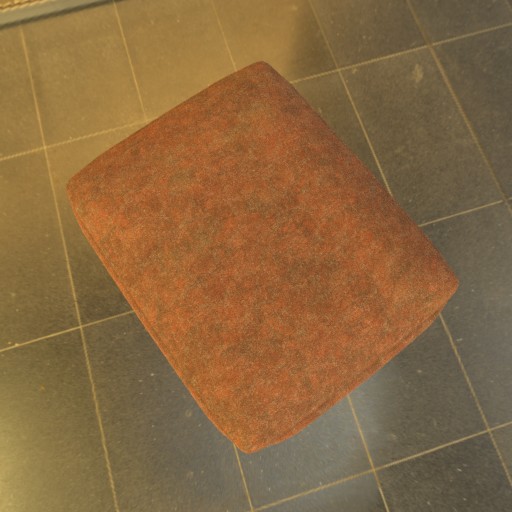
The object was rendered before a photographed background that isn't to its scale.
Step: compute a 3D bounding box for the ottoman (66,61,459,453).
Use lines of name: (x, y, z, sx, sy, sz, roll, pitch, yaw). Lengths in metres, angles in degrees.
ottoman: (0.000, 0.000, 1.168, 0.635, 0.508, 0.787, -36, 78, -9)
